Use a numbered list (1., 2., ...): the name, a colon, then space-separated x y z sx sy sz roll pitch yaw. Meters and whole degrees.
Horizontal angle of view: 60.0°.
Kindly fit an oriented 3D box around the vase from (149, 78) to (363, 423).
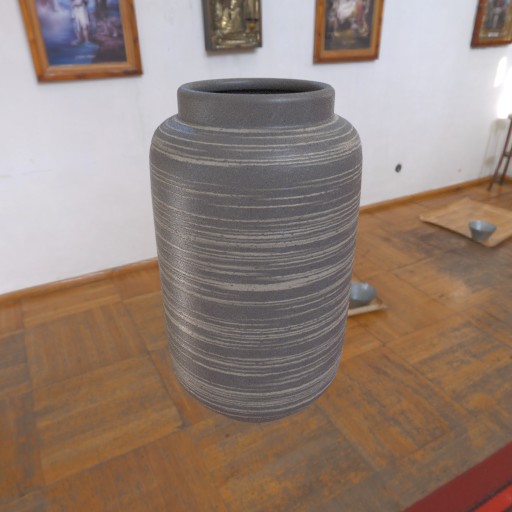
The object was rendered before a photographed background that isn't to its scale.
1. vase: 0.000 0.000 0.689 0.297 0.499 0.297 0 27 0
